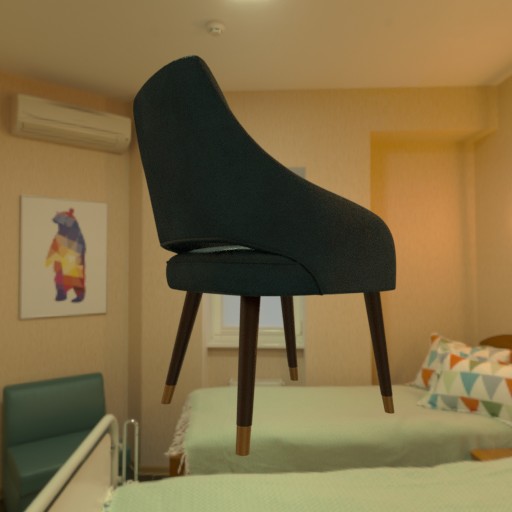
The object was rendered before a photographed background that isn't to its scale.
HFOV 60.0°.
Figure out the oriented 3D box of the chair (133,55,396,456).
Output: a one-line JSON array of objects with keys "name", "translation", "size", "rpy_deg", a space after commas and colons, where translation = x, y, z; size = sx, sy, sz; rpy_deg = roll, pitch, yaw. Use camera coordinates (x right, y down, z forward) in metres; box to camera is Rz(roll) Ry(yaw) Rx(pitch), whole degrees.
[{"name": "chair", "translation": [0.000, 0.000, 1.551], "size": [0.794, 1.081, 0.683], "rpy_deg": [1, -2, -34]}]
